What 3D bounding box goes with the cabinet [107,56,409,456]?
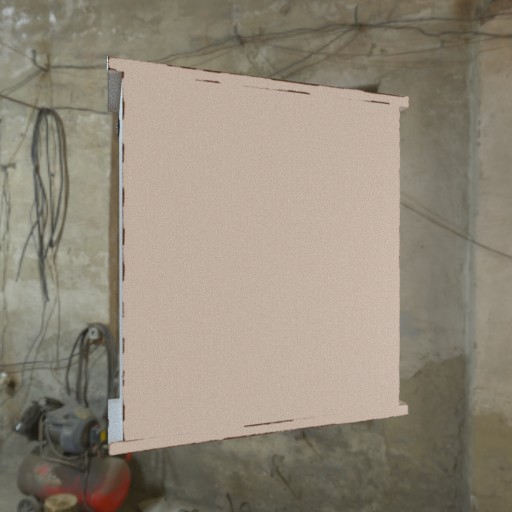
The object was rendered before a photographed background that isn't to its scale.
[{"bbox_3d":[0.000,0.000,0.853,0.541,0.603,0.210,0,0,-18],"label":"cabinet"}]
